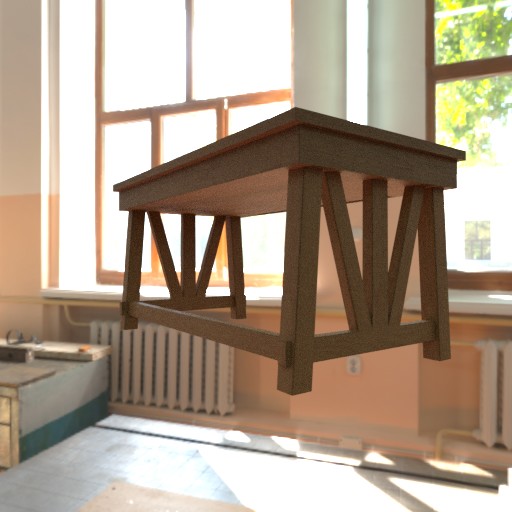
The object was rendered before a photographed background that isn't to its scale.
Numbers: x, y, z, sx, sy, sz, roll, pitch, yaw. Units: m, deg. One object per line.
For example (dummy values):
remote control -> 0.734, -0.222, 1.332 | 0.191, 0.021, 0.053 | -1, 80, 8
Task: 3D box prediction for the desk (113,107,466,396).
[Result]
desk -> 0.000, 0.000, 1.989 | 0.813, 0.762, 1.499 | 0, 0, -35
